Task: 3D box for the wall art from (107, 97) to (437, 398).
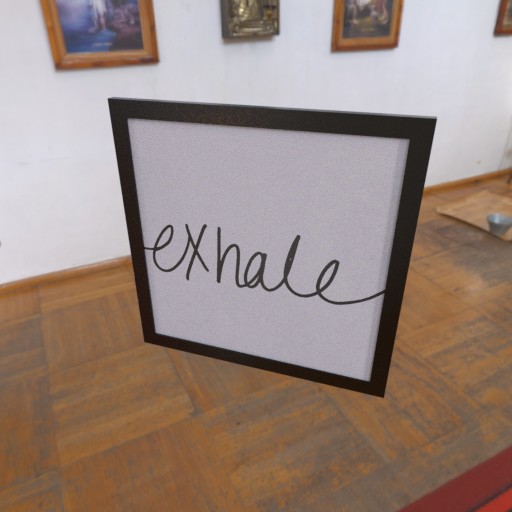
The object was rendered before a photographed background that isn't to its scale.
[{"bbox_3d":[0.000,0.000,0.686,0.446,0.445,0.014,9,30,16],"label":"wall art"}]
